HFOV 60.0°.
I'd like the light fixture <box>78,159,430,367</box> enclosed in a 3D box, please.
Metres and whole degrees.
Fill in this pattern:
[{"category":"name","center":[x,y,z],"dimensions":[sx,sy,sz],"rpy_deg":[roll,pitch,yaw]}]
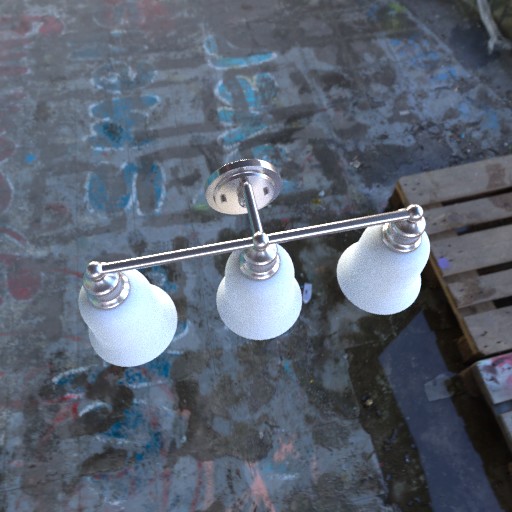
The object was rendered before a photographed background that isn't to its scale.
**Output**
[{"category":"light fixture","center":[0.000,0.000,0.671],"dimensions":[0.570,0.211,0.198],"rpy_deg":[-10,63,-5]}]
